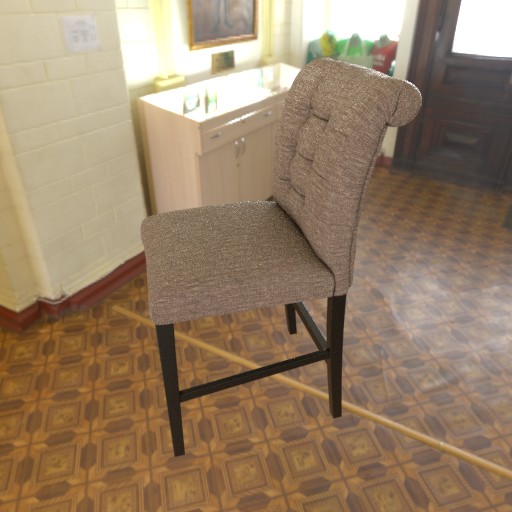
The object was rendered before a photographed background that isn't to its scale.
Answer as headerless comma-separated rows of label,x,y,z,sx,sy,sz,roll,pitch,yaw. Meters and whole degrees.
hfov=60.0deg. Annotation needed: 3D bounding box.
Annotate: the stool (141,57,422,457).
stool,0.000,0.000,1.243,0.611,0.970,0.457,-8,31,-13
